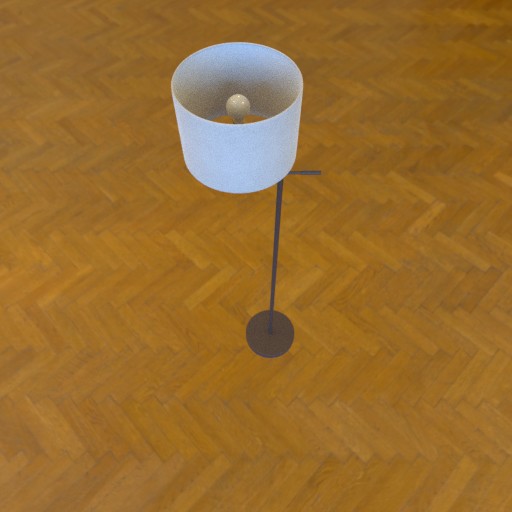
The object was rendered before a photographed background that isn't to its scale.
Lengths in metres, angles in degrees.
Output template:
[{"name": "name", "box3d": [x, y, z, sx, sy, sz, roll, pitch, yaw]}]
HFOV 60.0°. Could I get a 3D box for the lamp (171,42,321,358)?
[{"name": "lamp", "box3d": [0.000, 0.000, 1.760, 0.416, 1.600, 0.324, -1, 57, 0]}]
